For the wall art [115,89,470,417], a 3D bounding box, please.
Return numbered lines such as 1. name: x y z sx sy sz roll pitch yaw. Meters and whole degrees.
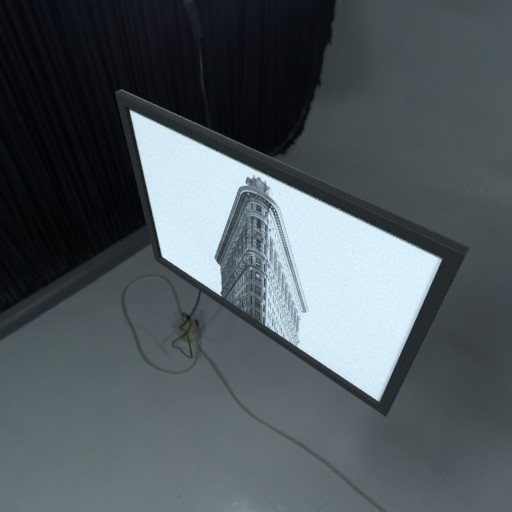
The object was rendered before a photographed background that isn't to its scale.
1. wall art: 0.000 0.000 1.230 0.964 0.659 0.049 32 54 27
